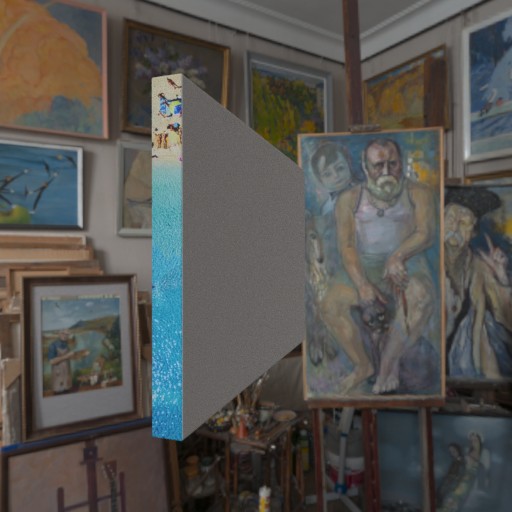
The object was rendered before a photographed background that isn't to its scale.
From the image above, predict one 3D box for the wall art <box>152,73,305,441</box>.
[{"bbox_3d":[0.000,0.000,0.782,0.039,0.406,0.609,0,0,19],"label":"wall art"}]
